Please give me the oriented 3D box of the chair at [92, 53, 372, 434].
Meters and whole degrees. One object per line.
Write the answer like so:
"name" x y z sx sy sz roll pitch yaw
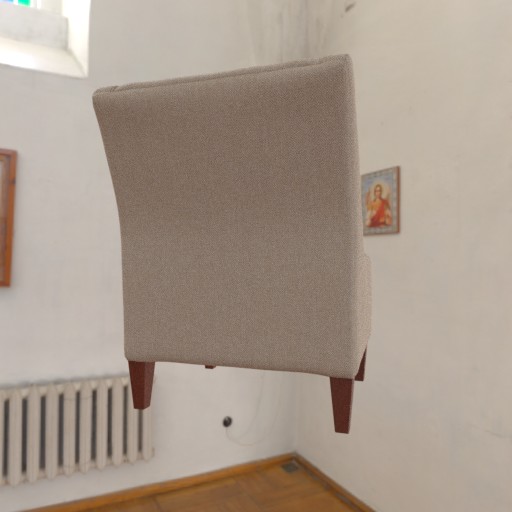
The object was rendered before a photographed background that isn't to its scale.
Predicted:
"chair" 0.000 0.000 1.589 0.774 1.014 0.870 0 -1 18
